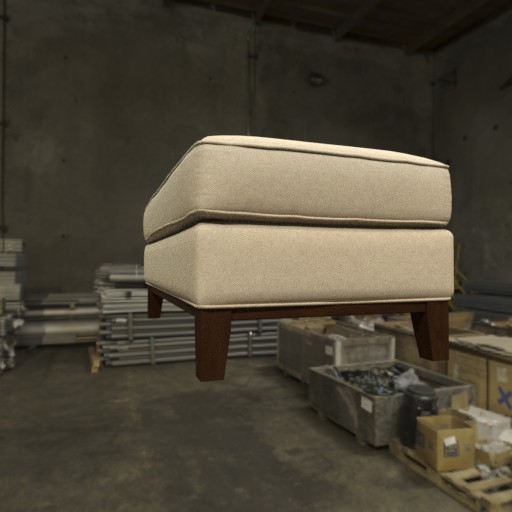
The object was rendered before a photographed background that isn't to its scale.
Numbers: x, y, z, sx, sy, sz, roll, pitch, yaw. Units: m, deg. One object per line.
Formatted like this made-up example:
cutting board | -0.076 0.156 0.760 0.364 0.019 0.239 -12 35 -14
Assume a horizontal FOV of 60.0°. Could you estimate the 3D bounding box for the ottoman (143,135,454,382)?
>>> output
ottoman | 0.000 0.000 1.471 0.648 0.508 1.143 0 -1 -19
